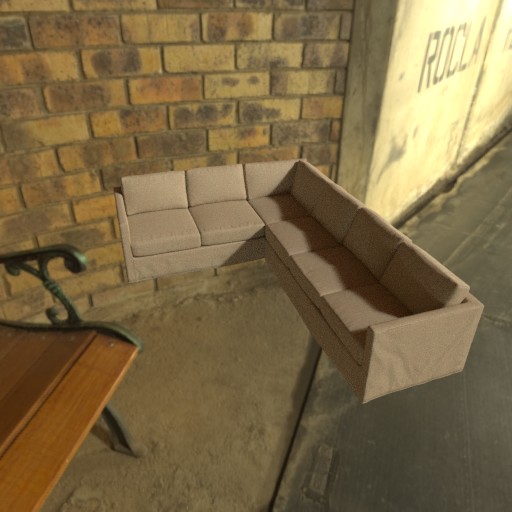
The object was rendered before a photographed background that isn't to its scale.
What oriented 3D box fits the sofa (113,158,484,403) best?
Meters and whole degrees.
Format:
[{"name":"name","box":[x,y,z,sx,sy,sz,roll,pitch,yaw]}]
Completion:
[{"name":"sofa","box":[0.000,0.000,4.276,2.432,0.871,3.182,-10,32,-16]}]
